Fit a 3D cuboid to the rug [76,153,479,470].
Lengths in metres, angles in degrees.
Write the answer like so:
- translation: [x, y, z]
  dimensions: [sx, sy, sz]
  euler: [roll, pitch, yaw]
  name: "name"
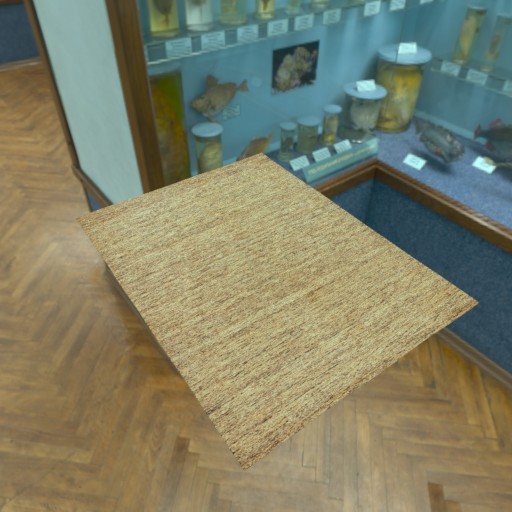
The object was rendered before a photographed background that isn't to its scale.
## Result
- translation: [0.000, 0.000, 4.261]
  dimensions: [2.438, 0.012, 3.200]
  euler: [-25, 48, -25]
  name: "rug"
